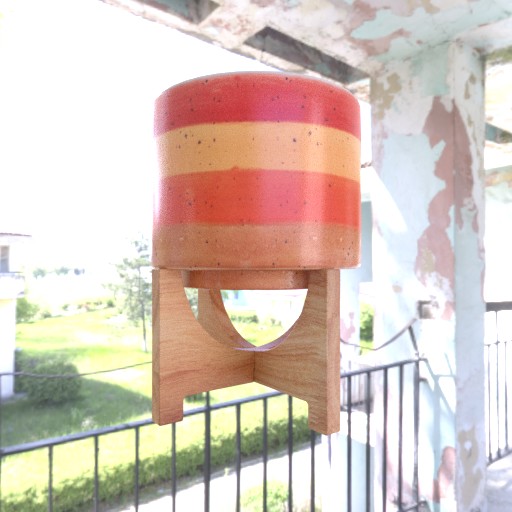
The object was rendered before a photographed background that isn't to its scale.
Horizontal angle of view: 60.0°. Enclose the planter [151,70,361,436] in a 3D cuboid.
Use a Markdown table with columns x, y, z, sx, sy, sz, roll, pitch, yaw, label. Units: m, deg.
| x | y | z | sx | sy | sz | roll | pitch | yaw | label |
| --- | --- | --- | --- | --- | --- | --- | --- | --- | --- |
| 0.000 | 0.000 | 0.412 | 0.199 | 0.268 | 0.199 | 0 | -1 | 0 | planter |
